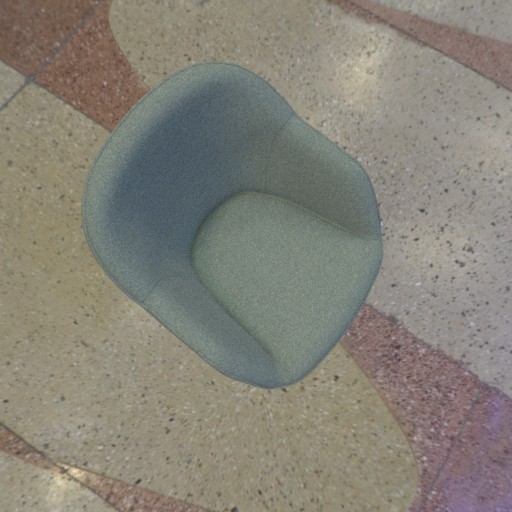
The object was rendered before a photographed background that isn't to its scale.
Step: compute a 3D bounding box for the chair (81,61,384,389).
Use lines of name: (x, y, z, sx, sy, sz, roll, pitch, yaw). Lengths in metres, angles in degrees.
chair: (0.000, 0.000, 1.190, 0.611, 0.810, 0.589, 35, 77, 9)
